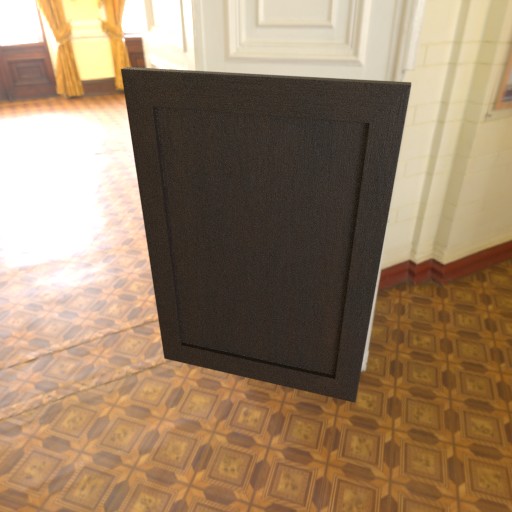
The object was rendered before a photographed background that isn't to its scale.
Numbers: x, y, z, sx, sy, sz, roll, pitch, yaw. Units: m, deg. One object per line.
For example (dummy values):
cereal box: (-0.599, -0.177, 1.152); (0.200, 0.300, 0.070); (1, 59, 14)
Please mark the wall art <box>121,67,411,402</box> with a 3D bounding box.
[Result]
wall art: (0.000, 0.000, 0.669); (0.359, 0.513, 0.017); (9, 33, 14)
